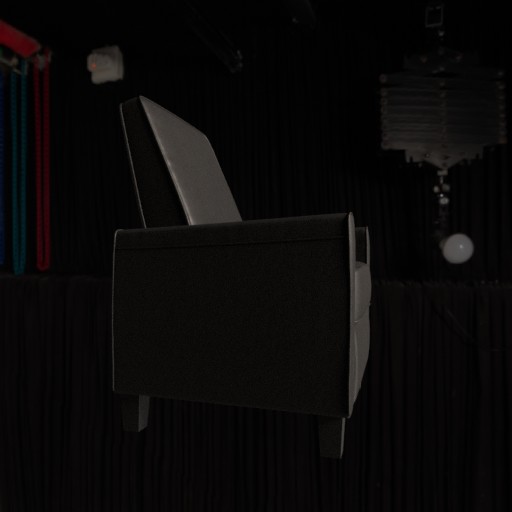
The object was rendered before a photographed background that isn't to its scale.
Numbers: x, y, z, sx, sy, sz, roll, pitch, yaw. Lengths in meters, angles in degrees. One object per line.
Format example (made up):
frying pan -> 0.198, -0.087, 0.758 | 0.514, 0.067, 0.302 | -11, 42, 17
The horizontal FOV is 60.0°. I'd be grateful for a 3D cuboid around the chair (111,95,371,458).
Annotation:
chair -> 0.000, 0.000, 1.512 | 0.746, 1.013, 0.705 | 0, 0, 18
